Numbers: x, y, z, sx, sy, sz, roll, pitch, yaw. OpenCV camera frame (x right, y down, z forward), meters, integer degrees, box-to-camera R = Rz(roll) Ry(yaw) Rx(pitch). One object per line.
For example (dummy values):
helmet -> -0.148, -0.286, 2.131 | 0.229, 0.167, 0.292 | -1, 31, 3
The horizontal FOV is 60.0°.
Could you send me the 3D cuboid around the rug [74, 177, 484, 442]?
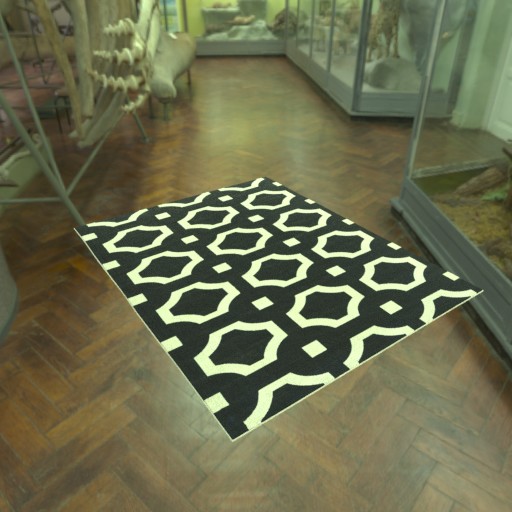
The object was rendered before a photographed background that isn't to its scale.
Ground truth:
rug -> 0.000, 0.000, 4.121 | 2.466, 0.021, 3.049 | -20, 37, -29
